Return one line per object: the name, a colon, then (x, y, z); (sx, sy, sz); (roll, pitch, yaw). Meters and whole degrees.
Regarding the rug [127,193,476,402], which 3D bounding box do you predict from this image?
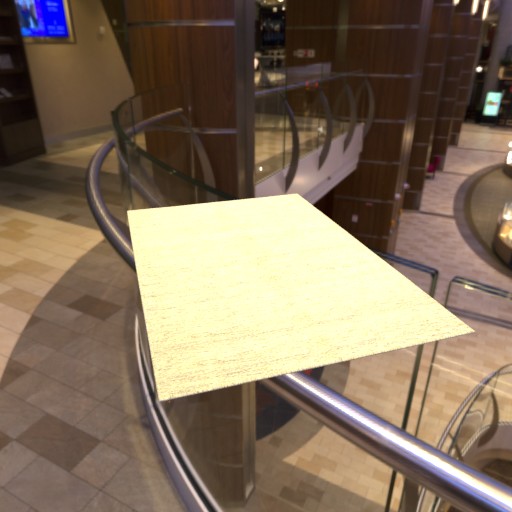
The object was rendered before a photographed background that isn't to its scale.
rug: (0.000, 0.000, 2.387); (1.250, 0.015, 1.850); (-8, 27, -16)
